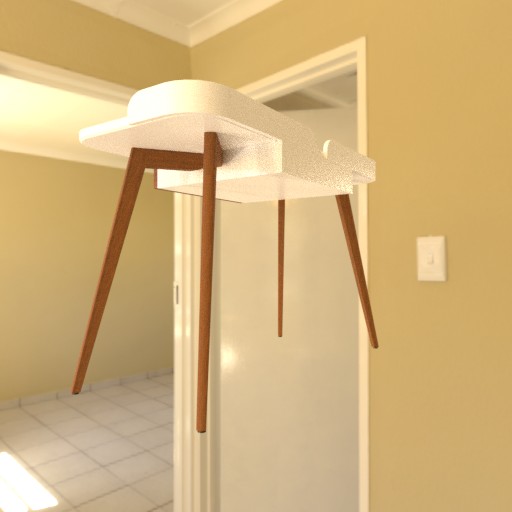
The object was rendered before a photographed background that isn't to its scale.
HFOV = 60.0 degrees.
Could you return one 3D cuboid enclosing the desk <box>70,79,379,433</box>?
[{"bbox_3d":[0.000,0.000,1.619,0.534,0.807,1.206,0,0,35],"label":"desk"}]
